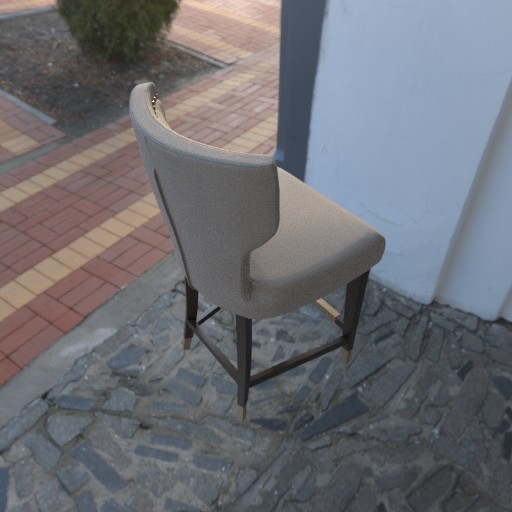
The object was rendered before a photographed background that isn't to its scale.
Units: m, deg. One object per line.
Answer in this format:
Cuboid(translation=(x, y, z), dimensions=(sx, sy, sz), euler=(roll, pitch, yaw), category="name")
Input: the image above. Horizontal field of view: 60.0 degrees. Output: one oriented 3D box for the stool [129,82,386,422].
Cuboid(translation=(0.000, 0.000, 1.344), dimensions=(0.563, 0.982, 0.527), euler=(-27, 48, -27), category="stool")
